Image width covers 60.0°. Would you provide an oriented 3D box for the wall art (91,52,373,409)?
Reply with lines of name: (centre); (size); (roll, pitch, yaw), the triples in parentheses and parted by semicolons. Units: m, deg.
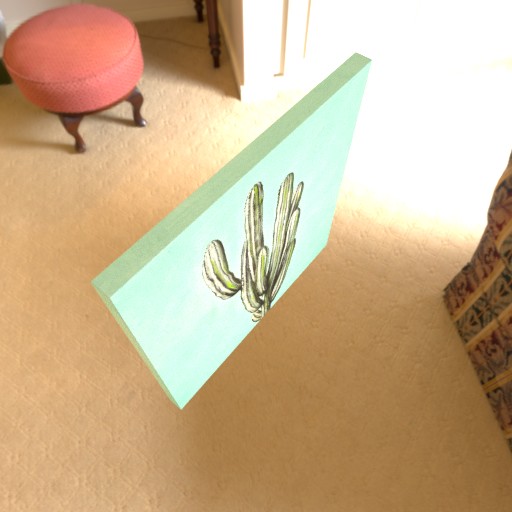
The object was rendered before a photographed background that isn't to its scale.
wall art: (0.000, 0.000, 0.921); (0.036, 0.603, 0.603); (35, 65, 19)
